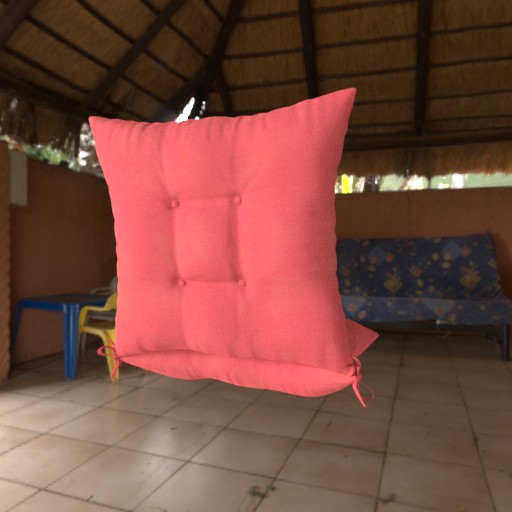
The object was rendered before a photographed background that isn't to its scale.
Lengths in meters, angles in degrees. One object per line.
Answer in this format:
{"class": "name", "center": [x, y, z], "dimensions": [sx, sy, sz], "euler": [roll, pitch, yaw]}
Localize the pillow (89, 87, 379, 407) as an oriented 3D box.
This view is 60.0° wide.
{"class": "pillow", "center": [0.000, 0.000, 1.000], "dimensions": [0.541, 0.536, 0.585], "euler": [0, 1, 19]}
